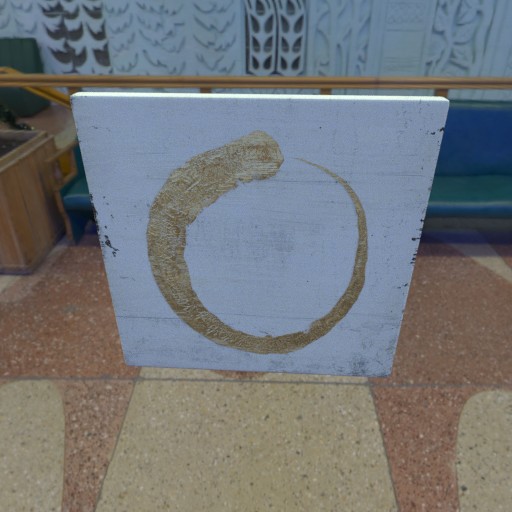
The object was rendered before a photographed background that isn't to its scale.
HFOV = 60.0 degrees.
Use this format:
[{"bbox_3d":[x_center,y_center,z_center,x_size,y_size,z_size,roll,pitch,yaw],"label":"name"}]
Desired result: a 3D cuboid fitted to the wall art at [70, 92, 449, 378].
[{"bbox_3d":[0.000,0.000,1.097,0.762,0.762,0.038,2,31,3],"label":"wall art"}]
